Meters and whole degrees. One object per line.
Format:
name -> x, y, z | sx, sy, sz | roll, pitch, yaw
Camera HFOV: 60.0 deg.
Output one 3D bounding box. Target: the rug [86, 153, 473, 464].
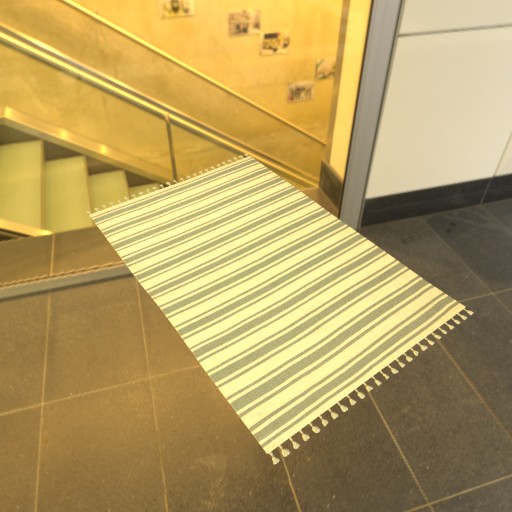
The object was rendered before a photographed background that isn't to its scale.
rug -> 0.000, 0.000, 3.079 | 1.539, 0.011, 2.410 | -26, 48, -26
